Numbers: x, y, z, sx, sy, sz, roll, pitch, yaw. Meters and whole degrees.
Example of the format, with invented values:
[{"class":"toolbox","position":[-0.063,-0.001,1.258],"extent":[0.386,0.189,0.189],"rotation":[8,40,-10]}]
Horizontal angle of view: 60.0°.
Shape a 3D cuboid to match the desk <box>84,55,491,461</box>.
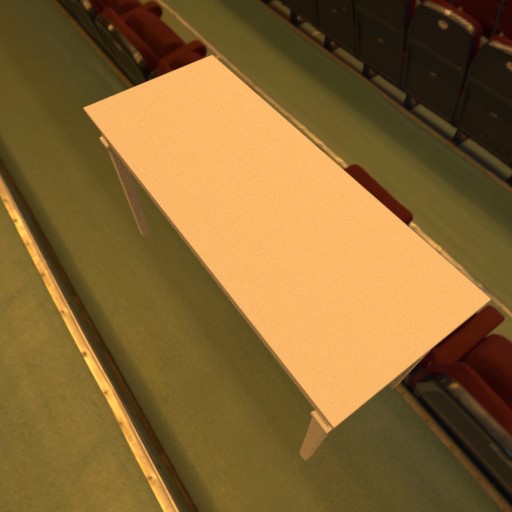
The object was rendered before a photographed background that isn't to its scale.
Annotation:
[{"class":"desk","position":[0.000,0.000,1.722],"extent":[0.559,0.774,1.372],"rotation":[-31,62,-19]}]
